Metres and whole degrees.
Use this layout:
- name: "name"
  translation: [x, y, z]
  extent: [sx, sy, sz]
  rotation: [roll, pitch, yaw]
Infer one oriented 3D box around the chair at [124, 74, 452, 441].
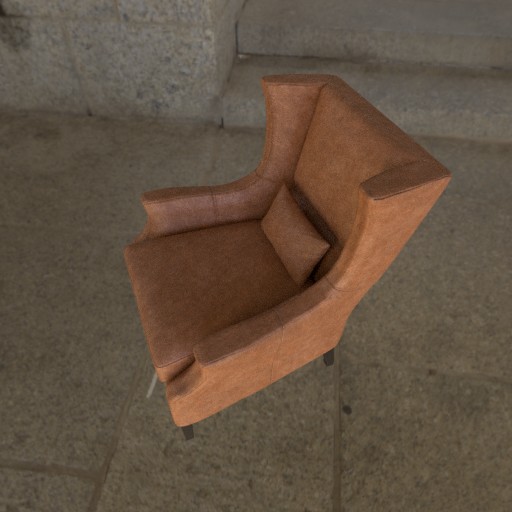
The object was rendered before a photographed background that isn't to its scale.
- name: "chair"
  translation: [0.000, 0.000, 1.668]
  extent: [0.926, 1.016, 0.853]
  rotation: [-16, 48, -15]
